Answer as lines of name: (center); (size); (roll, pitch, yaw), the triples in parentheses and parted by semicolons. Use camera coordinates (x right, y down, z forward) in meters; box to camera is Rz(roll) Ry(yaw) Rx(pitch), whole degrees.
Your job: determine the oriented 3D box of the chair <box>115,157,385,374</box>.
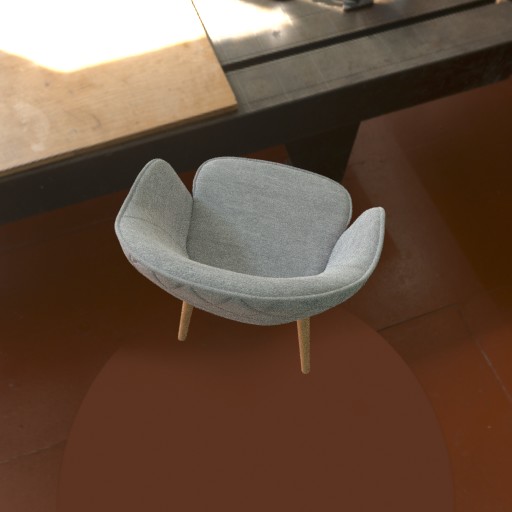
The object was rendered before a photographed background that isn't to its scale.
chair: (0.000, 0.000, 1.151); (0.540, 0.800, 0.530); (13, 65, 6)
